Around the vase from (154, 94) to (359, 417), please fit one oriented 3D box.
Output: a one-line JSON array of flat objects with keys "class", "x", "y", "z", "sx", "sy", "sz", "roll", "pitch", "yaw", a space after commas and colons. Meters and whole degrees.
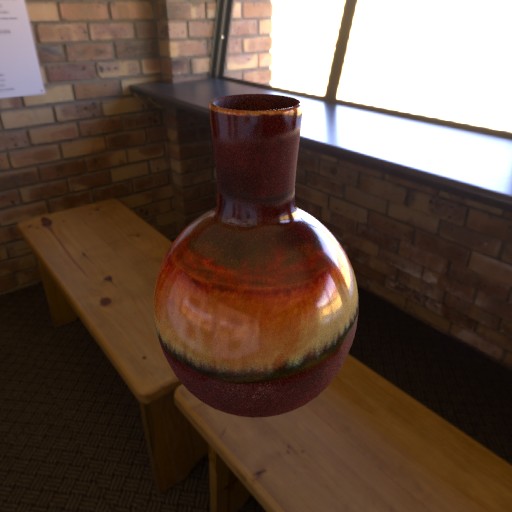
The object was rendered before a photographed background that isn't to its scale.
[{"class": "vase", "x": 0.000, "y": 0.000, "z": 0.231, "sx": 0.111, "sy": 0.154, "sz": 0.111, "roll": 0, "pitch": 30, "yaw": 0}]
